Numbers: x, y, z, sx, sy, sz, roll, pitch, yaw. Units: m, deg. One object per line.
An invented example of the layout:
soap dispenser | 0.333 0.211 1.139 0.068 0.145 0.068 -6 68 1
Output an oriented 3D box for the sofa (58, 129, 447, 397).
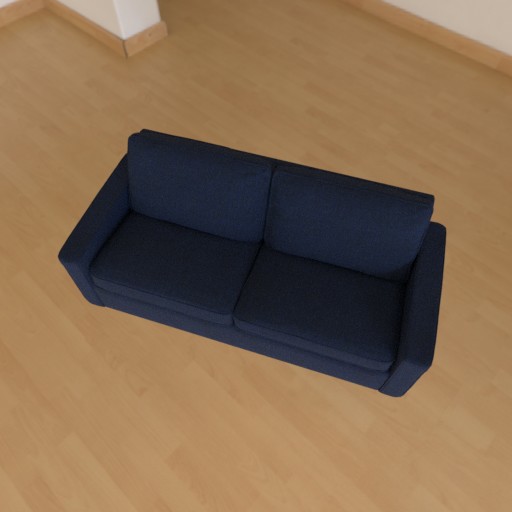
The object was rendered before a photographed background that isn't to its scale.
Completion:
sofa | 0.000 0.000 2.637 2.080 0.919 0.940 15 58 10
